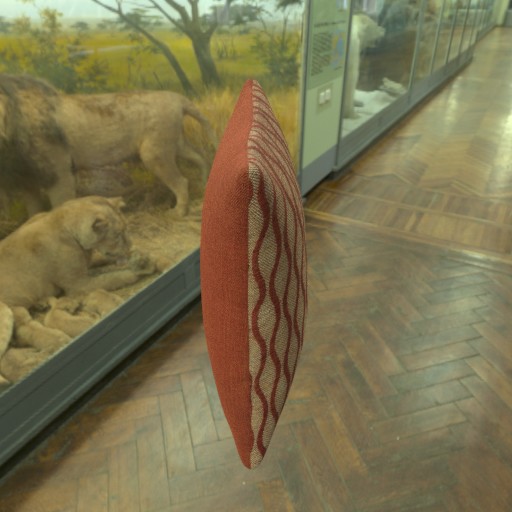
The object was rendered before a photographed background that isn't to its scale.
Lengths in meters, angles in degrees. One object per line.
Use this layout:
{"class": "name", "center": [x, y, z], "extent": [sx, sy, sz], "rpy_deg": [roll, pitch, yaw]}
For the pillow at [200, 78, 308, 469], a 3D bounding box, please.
{"class": "pillow", "center": [0.000, 0.000, 0.664], "extent": [0.159, 0.434, 0.429], "rpy_deg": [-1, 31, -1]}
